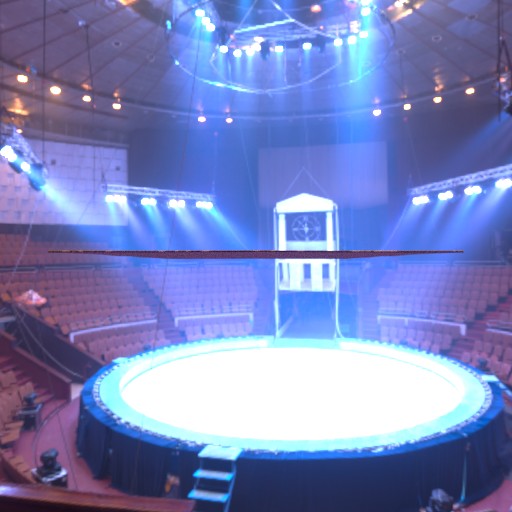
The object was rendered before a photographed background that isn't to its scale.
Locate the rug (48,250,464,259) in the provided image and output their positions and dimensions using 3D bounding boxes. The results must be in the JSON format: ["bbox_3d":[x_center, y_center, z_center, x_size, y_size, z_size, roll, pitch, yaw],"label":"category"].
[{"bbox_3d":[0.000,0.000,4.292,2.441,0.020,3.419,0,-1,0],"label":"rug"}]
